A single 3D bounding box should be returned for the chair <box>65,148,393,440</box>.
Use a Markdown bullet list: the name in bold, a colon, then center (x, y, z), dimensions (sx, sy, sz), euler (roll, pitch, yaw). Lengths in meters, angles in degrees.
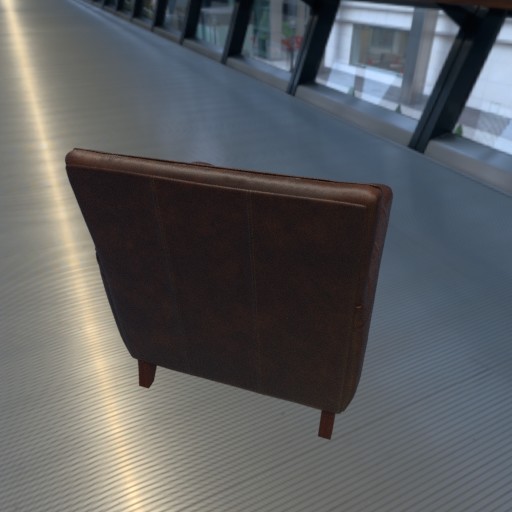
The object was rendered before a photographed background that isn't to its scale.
- **chair**: center (0.000, 0.000, 1.605), dimensions (0.870, 0.943, 0.823), euler (10, 34, 16)
